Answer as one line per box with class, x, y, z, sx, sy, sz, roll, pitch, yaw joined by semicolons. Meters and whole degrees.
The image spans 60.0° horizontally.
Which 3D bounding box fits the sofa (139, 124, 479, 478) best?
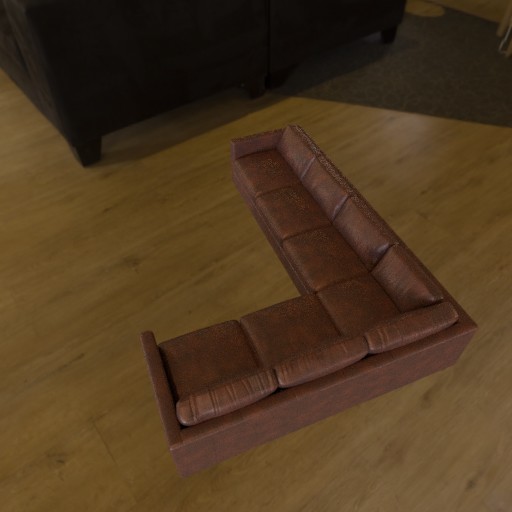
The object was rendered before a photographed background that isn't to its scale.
sofa;0.000;0.000;4.261;2.438;0.836;3.152;-17;49;-15
